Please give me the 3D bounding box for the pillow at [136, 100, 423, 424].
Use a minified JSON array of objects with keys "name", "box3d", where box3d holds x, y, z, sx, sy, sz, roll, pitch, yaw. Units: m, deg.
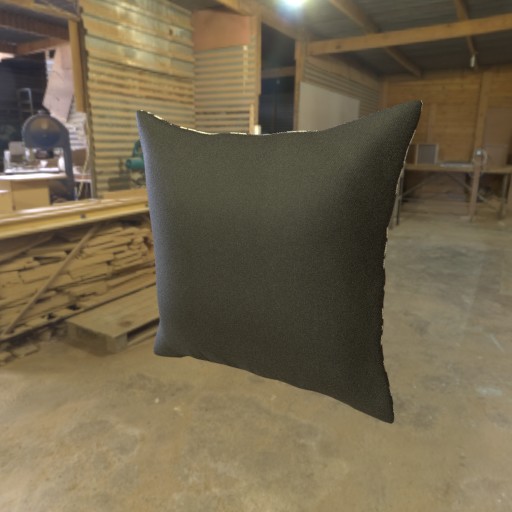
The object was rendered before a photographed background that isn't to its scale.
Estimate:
[{"name":"pillow","box3d":[0.000,0.000,0.766,0.504,0.494,0.188,8,17,28]}]
